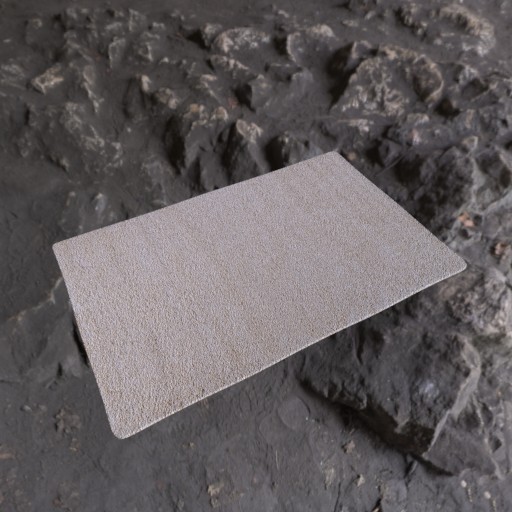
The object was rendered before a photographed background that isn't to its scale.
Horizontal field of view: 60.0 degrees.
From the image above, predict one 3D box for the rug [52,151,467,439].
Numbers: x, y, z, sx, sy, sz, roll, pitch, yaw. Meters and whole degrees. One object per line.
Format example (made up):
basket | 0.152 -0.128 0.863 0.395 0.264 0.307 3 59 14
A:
rug | 0.000 0.000 2.949 2.349 0.026 1.500 -22 51 -19
